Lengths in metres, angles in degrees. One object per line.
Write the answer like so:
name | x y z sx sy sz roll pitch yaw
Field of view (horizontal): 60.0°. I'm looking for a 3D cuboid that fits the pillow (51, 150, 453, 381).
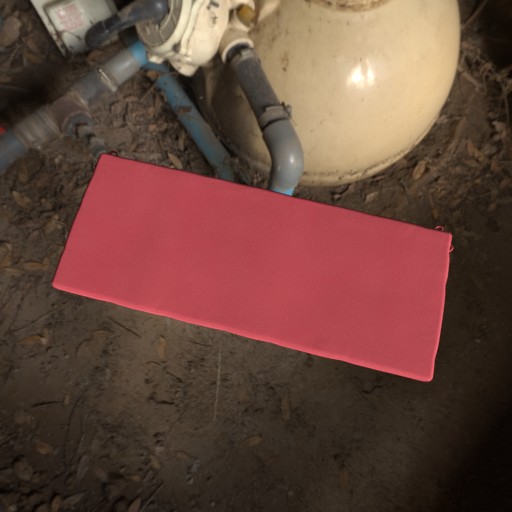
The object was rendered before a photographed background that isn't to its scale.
pillow | 0.000 0.000 1.366 1.187 0.081 0.492 14 75 4
